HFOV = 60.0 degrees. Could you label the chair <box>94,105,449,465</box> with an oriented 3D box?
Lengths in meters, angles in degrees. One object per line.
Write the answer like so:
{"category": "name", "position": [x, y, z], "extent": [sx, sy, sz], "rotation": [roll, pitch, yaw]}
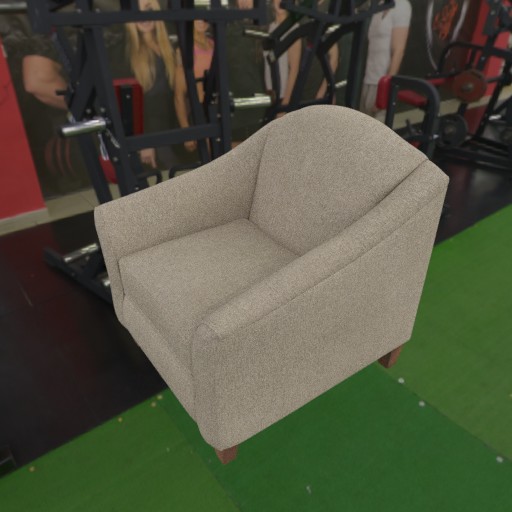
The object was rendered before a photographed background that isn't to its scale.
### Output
{"category": "chair", "position": [0.000, 0.000, 1.429], "extent": [0.787, 0.839, 0.763], "rotation": [-21, 37, -30]}
